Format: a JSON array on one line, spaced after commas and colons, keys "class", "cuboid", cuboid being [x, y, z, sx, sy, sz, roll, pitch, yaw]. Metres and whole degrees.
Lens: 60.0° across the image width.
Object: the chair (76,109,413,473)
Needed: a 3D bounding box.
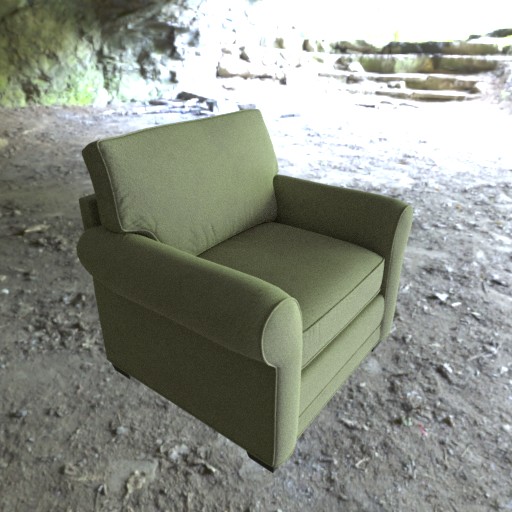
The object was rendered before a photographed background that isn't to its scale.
[{"class": "chair", "cuboid": [0.000, 0.000, 1.851, 0.939, 1.044, 1.147, 19, 32, 33]}]
